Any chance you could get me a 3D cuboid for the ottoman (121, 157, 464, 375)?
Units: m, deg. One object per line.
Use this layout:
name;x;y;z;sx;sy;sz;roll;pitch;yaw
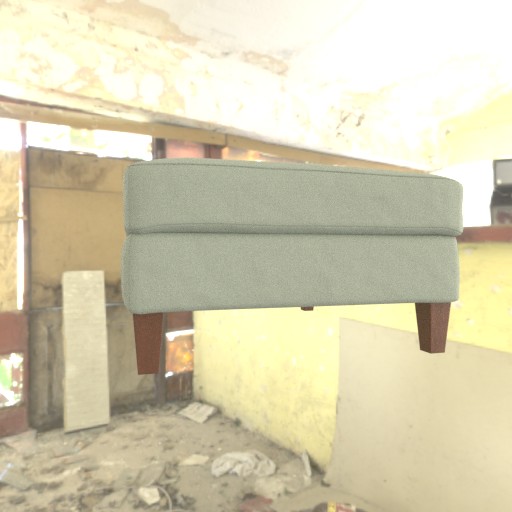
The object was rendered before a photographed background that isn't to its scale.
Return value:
ottoman;0.000;0.000;1.469;0.842;0.494;0.991;0;1;-16
